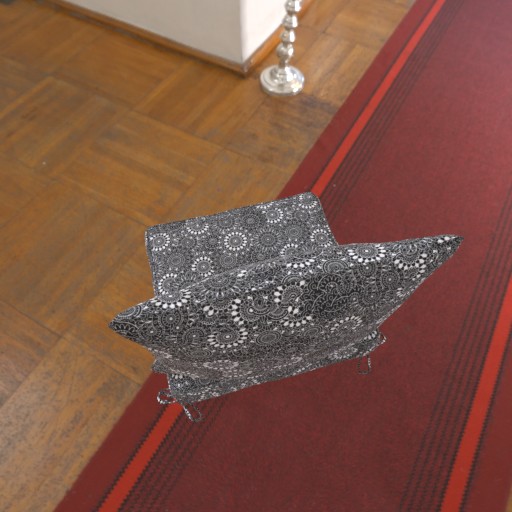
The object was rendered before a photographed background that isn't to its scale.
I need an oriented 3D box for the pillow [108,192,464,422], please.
[{"bbox_3d":[0.000,0.000,1.343,0.798,0.722,0.740,-13,59,-8],"label":"pillow"}]
